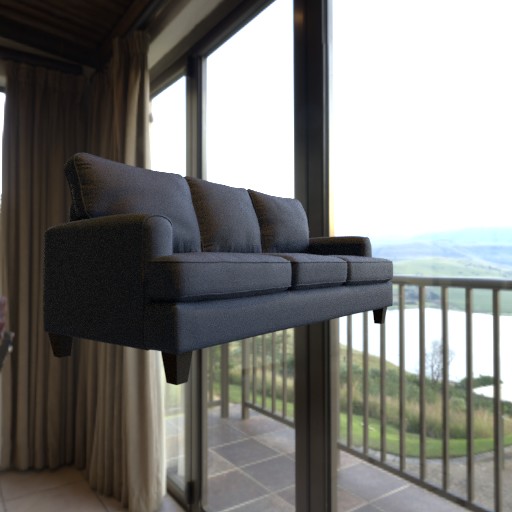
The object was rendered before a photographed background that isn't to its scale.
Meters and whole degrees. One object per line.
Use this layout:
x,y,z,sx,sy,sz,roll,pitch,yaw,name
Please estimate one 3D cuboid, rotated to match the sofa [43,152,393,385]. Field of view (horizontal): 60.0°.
0.000,0.000,2.664,0.951,0.965,2.158,-1,-1,37,sofa
